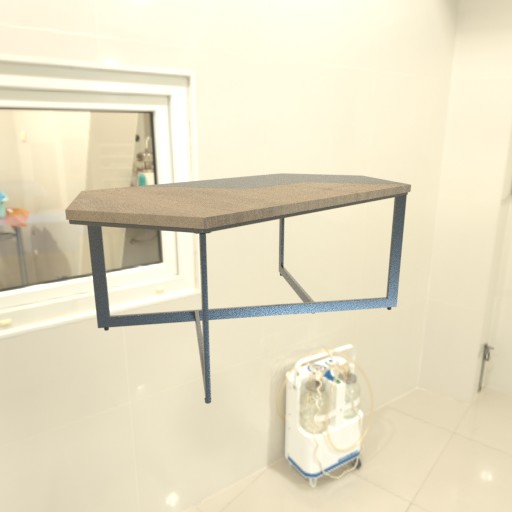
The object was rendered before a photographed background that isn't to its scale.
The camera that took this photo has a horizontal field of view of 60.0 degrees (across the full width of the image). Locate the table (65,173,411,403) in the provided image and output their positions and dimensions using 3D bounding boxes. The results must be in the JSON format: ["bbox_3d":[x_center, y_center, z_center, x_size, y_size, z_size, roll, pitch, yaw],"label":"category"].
[{"bbox_3d":[0.000,0.000,1.489,1.219,0.457,0.609,-14,21,-42],"label":"table"}]
